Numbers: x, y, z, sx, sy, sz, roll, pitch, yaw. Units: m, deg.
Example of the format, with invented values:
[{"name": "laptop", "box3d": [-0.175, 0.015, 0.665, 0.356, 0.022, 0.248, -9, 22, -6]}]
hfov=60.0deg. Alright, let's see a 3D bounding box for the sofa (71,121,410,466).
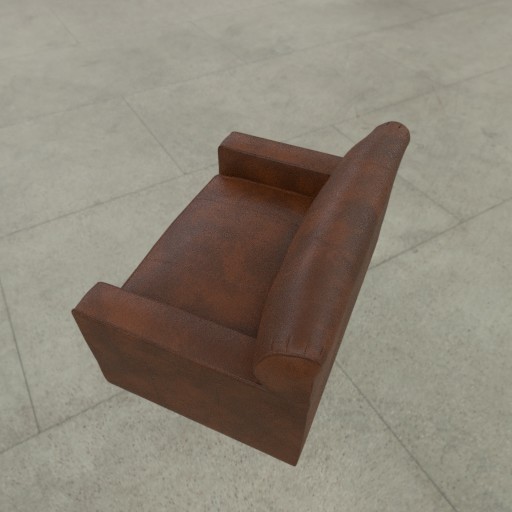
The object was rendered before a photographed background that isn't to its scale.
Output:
[{"name": "sofa", "box3d": [0.000, 0.000, 2.069, 1.000, 0.956, 1.413, 18, 49, 16]}]
